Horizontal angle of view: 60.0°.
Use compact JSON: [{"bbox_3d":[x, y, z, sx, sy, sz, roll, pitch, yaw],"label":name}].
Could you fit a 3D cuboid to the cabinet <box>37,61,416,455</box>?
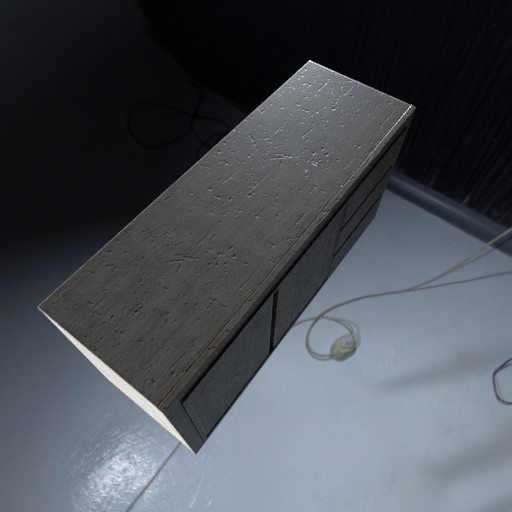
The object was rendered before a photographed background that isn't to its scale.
[{"bbox_3d":[0.000,0.000,1.876,0.511,0.825,1.460,32,64,18],"label":"cabinet"}]
